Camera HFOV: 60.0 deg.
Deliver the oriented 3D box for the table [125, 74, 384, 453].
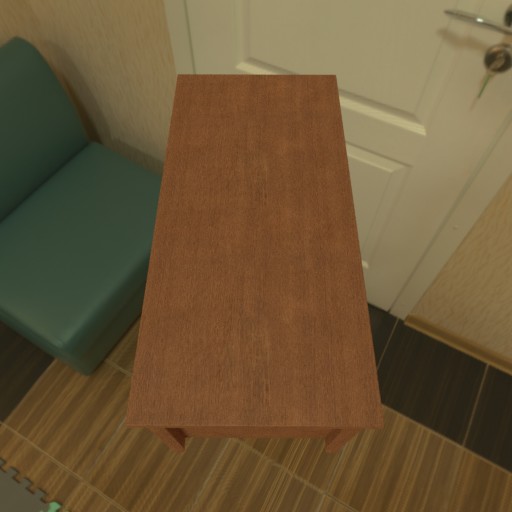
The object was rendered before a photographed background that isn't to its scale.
[{"bbox_3d":[0.000,0.000,1.280,0.483,0.457,1.016,0,59,0],"label":"table"}]
